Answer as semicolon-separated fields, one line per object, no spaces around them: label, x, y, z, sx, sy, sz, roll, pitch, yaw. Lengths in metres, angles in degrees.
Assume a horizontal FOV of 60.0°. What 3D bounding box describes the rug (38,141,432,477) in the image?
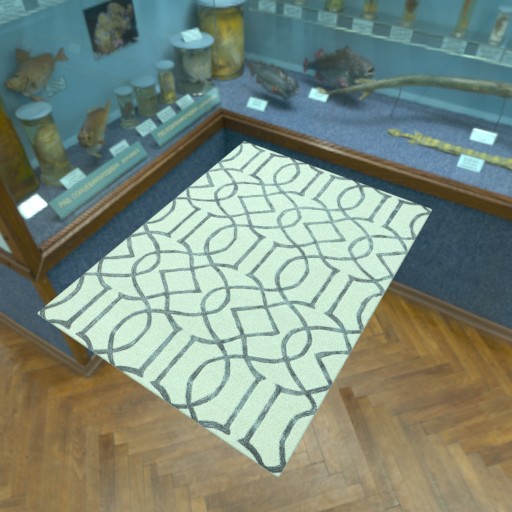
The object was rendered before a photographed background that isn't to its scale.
rug;0.000;0.000;3.899;2.211;0.021;2.910;25;52;22
